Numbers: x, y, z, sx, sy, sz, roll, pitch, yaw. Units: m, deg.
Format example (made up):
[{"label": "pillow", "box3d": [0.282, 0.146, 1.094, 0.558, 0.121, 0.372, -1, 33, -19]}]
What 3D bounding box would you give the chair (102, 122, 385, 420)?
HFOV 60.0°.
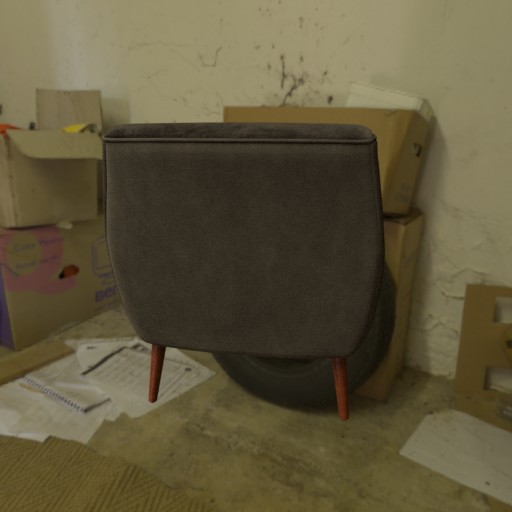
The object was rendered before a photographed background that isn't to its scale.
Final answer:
[{"label": "chair", "box3d": [0.000, 0.000, 1.445, 0.762, 0.838, 0.787, 2, 17, 8]}]
